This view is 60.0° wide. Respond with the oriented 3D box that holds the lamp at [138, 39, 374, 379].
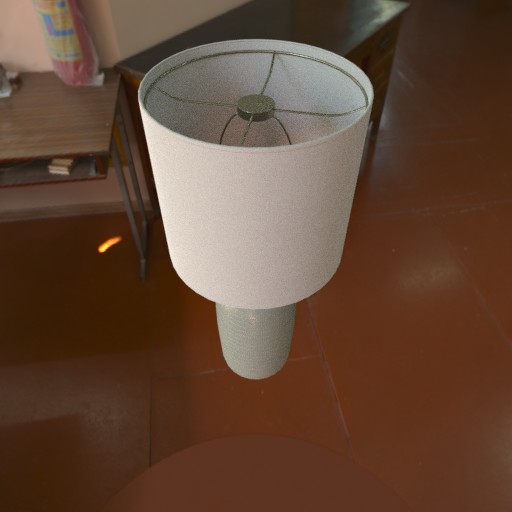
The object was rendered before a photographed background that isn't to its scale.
[{"bbox_3d":[0.000,0.000,0.593,0.220,0.475,0.220,19,49,17],"label":"lamp"}]
